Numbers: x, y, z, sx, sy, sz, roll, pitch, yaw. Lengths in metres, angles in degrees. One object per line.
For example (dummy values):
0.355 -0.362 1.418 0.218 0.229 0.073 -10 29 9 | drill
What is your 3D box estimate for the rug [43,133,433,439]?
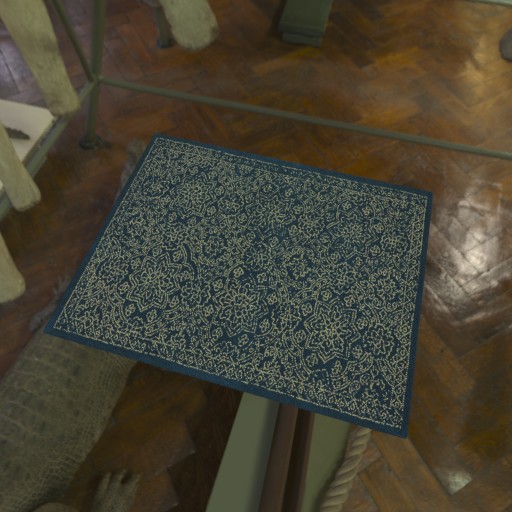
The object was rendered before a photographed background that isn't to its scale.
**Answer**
0.000 0.000 4.118 3.048 0.010 2.438 14 60 8 | rug
